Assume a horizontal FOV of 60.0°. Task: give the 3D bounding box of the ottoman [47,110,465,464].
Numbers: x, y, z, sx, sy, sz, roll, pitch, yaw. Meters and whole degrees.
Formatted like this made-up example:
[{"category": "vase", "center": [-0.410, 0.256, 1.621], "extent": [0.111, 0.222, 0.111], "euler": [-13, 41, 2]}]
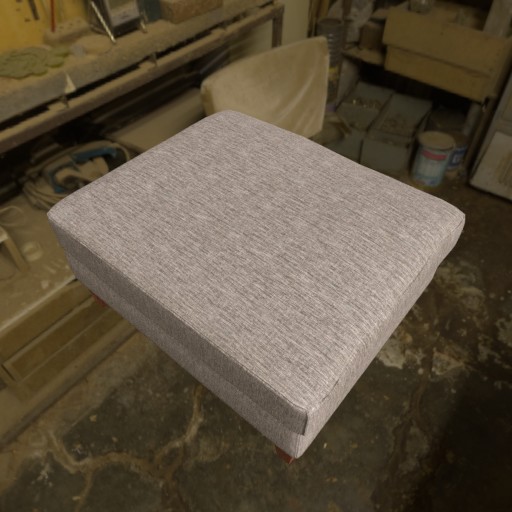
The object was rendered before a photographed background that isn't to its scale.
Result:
[{"category": "ottoman", "center": [0.000, 0.000, 1.464], "extent": [0.994, 0.492, 0.839], "euler": [31, 54, 26]}]
